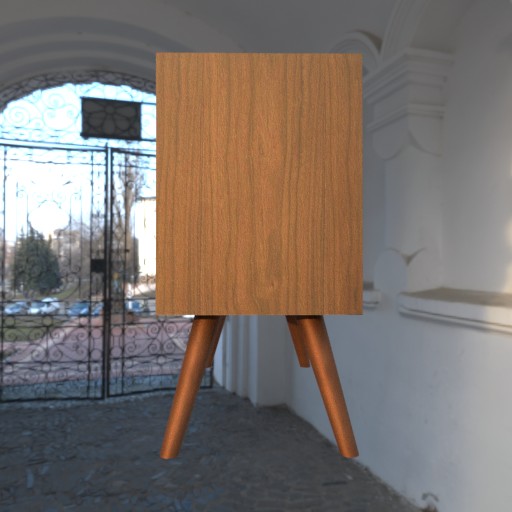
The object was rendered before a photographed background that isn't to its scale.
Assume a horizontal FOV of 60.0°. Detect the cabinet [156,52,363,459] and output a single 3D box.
[{"bbox_3d":[0.000,0.000,1.173,0.388,0.748,0.712,0,0,-1],"label":"cabinet"}]
